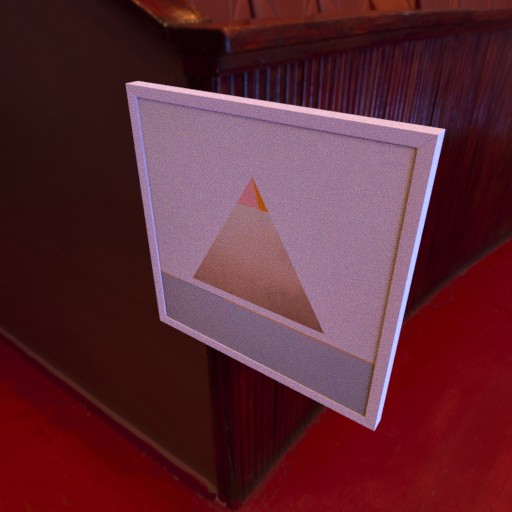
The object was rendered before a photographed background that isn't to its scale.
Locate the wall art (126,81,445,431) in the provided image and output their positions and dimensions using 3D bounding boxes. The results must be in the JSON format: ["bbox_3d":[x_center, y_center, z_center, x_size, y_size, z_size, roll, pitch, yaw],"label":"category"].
[{"bbox_3d":[0.000,0.000,1.138,0.768,0.765,0.041,20,37,29],"label":"wall art"}]
